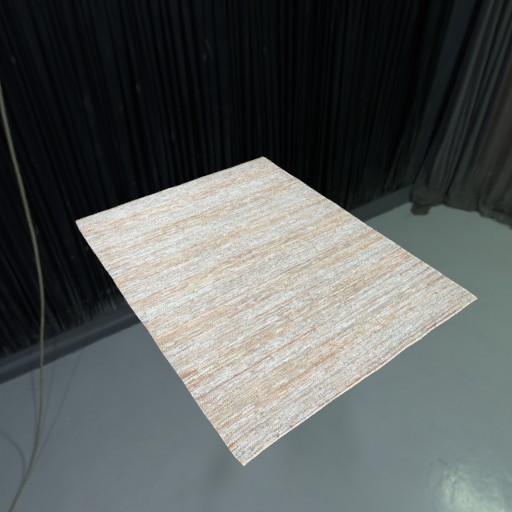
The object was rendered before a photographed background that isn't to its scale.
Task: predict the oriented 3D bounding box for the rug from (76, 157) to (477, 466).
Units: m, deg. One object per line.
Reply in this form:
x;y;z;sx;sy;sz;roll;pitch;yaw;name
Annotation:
0.000;0.000;3.943;2.313;0.009;2.939;-25;46;-26;rug
